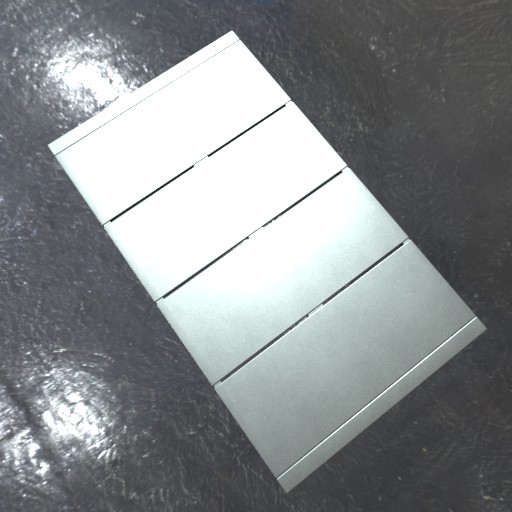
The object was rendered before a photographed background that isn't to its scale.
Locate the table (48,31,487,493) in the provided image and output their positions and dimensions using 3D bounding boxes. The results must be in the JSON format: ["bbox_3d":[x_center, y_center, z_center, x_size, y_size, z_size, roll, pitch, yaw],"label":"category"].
[{"bbox_3d":[0.000,0.000,1.250,0.559,0.460,0.965,-36,79,-8],"label":"table"}]
